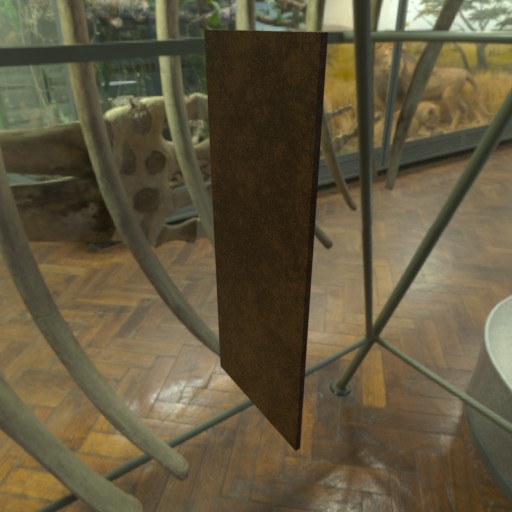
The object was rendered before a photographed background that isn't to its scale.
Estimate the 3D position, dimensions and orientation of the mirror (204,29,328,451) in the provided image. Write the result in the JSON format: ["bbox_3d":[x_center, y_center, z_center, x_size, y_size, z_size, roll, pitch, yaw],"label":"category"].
[{"bbox_3d":[0.000,0.000,2.241,0.032,2.031,0.812,-17,32,-30],"label":"mirror"}]
